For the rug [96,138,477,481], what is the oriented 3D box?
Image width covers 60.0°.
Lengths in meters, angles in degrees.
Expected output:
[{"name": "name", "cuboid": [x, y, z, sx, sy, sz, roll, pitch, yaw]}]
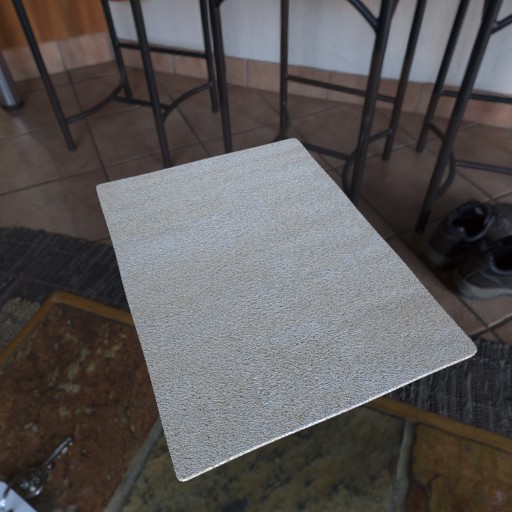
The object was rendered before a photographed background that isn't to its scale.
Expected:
[{"name": "rug", "cuboid": [0.000, 0.000, 2.048, 1.199, 0.025, 1.600, -17, 50, -15]}]
